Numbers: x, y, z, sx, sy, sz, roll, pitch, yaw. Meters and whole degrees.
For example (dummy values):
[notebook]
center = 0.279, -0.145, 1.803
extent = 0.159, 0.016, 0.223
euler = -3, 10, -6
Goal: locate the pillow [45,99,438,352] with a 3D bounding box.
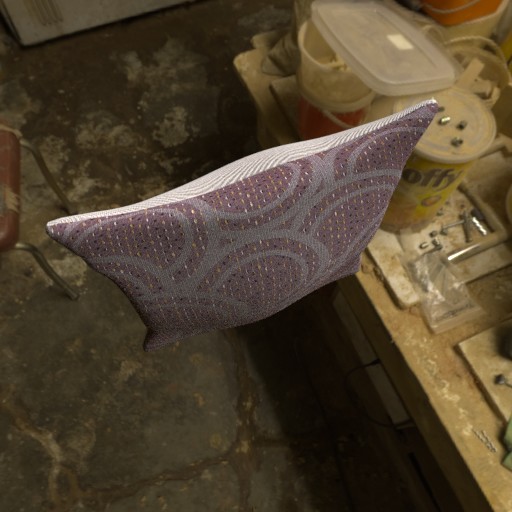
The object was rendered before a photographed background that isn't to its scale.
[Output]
[pillow]
center = 0.000, 0.000, 0.764
extent = 0.514, 0.513, 0.163
euler = -20, 65, -10
